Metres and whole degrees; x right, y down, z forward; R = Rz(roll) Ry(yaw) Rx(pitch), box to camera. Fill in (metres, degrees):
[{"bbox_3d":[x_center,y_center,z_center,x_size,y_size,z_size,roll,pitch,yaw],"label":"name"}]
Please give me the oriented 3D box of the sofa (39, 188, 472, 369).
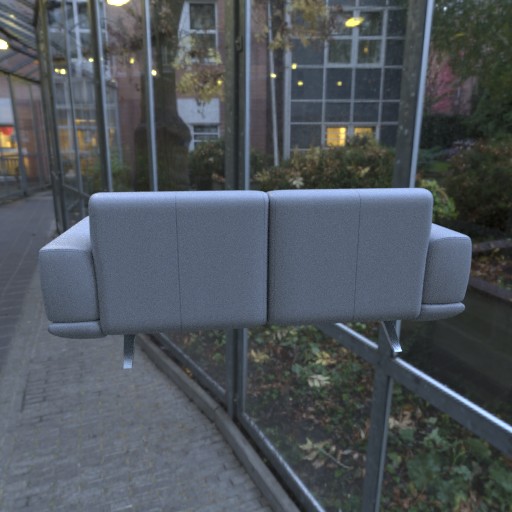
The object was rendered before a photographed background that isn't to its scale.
[{"bbox_3d":[0.000,0.000,2.348,1.901,0.772,0.900,-2,15,-7],"label":"sofa"}]
